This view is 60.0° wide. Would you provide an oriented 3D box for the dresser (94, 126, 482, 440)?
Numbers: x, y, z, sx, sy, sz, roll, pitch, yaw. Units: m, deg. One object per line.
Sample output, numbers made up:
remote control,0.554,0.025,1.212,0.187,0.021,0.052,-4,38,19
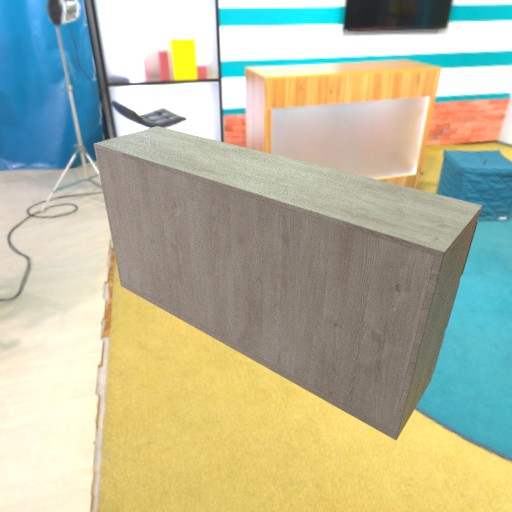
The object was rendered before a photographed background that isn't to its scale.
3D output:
dresser,0.000,0.000,1.946,1.590,0.795,0.390,22,37,31
